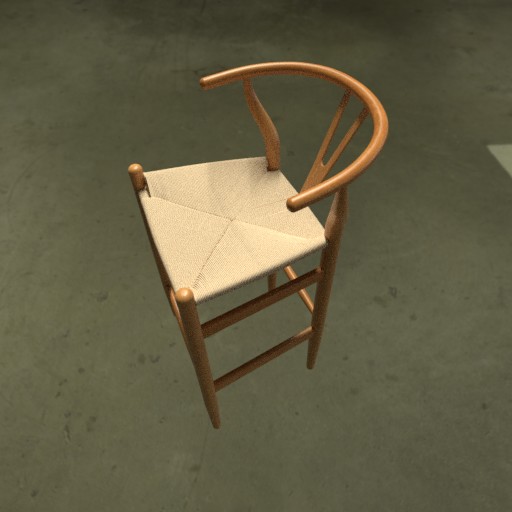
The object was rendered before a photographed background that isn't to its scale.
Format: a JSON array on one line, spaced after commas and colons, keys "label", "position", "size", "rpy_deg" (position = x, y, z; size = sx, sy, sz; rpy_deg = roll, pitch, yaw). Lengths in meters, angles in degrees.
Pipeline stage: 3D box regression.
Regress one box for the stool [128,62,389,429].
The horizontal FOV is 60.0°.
[{"label": "stool", "position": [0.000, 0.000, 1.344], "size": [0.579, 0.970, 0.569], "rpy_deg": [-17, 49, -15]}]
